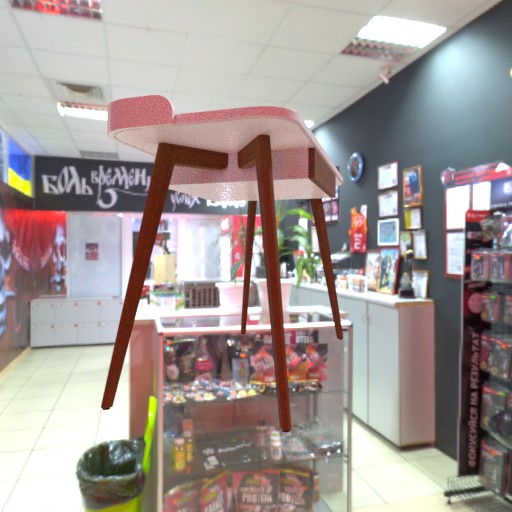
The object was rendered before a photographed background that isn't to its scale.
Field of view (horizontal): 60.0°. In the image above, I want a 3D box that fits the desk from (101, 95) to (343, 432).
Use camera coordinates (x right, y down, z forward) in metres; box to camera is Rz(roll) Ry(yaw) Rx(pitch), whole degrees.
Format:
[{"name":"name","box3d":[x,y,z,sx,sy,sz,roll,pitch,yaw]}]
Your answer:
[{"name":"desk","box3d":[0.000,0.000,1.650,0.534,0.807,1.206,0,1,17]}]
